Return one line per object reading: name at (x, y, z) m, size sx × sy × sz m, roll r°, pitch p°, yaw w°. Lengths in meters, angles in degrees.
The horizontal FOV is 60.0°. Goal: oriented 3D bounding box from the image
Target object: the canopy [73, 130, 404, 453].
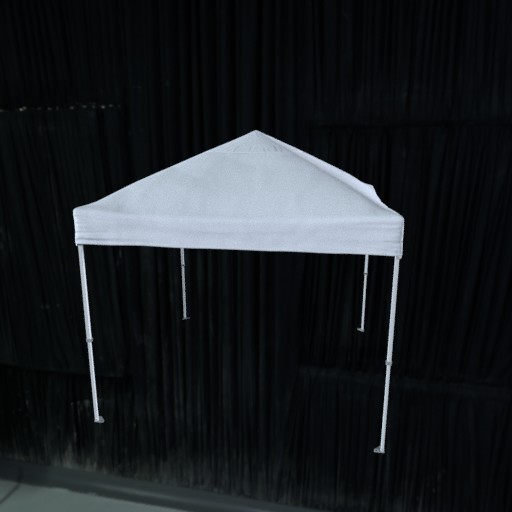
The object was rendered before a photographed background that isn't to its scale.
canopy at (0.000, 0.000, 5.490) m, size 2.998 × 2.997 × 2.996 m, roll 2°, pitch 14°, yaw 9°
